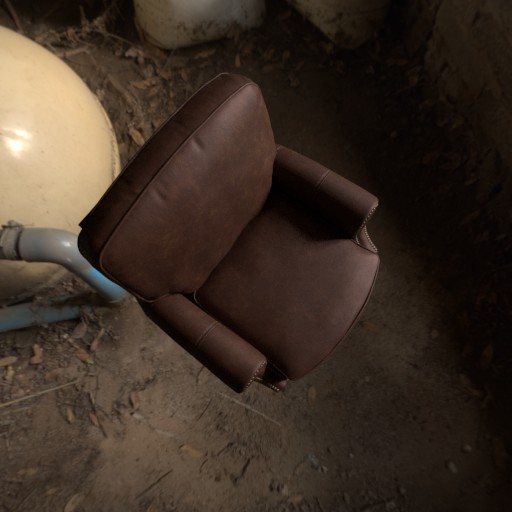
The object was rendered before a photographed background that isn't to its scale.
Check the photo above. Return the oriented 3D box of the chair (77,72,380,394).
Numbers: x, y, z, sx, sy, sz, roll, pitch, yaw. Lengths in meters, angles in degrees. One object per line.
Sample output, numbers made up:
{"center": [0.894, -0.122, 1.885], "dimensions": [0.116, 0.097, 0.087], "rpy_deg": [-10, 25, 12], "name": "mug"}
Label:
{"center": [0.000, 0.000, 1.803], "dimensions": [0.986, 1.018, 0.936], "rpy_deg": [36, 79, 8], "name": "chair"}
